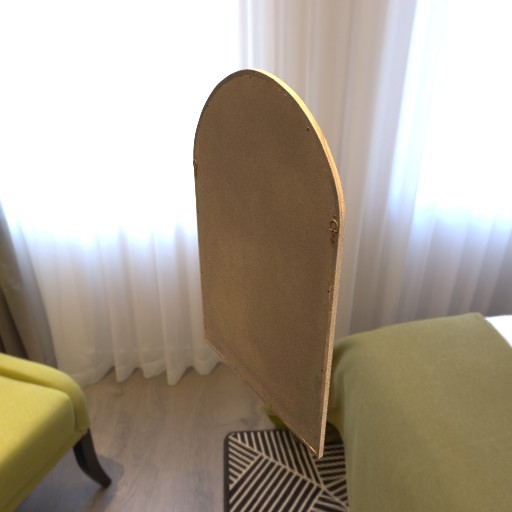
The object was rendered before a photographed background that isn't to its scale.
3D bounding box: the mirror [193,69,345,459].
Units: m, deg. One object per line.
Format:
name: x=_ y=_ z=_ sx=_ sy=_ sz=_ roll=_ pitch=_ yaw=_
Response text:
mirror: x=0.000 y=0.000 z=1.175 sx=0.032 sy=0.915 sz=0.609 roll=-17 pitch=31 yaw=-31
